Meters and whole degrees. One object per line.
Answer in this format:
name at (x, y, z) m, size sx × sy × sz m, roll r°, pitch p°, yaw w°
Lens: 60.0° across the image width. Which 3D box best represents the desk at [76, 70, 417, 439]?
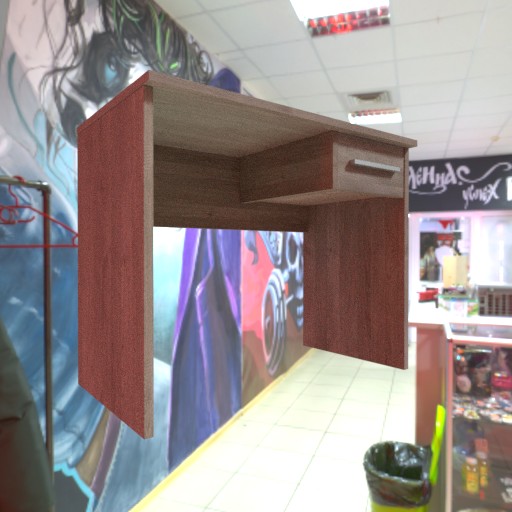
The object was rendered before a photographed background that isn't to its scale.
desk at (0.000, 0.000, 1.322) m, size 0.893 × 0.724 × 0.498 m, roll 0°, pitch 1°, yaw -37°
